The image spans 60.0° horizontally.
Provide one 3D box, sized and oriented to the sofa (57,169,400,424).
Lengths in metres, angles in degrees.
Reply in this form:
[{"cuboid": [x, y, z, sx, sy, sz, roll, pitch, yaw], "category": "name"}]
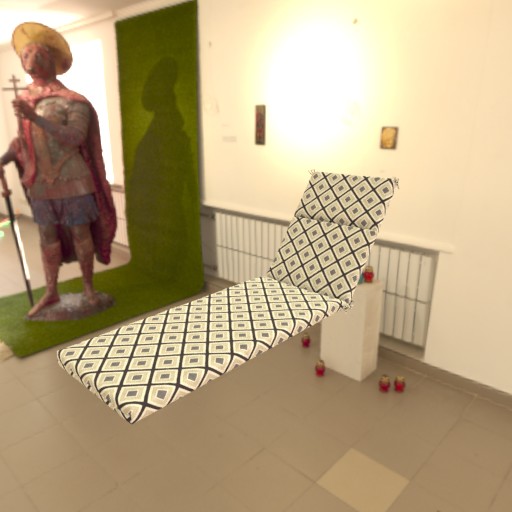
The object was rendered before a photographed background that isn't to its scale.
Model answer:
[{"cuboid": [0.000, 0.000, 1.999, 0.582, 0.622, 1.663, 15, 23, 41], "category": "sofa"}]
